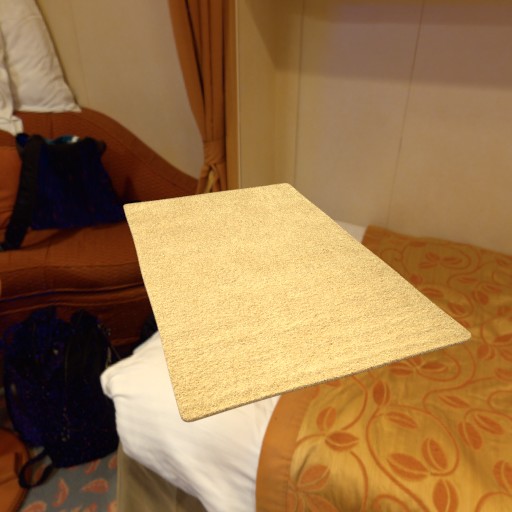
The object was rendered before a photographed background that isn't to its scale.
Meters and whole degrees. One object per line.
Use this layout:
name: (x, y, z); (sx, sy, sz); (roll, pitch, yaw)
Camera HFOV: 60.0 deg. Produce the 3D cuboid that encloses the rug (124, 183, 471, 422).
rug: (0.000, 0.000, 2.971); (1.500, 0.025, 2.349); (-10, 31, -17)
